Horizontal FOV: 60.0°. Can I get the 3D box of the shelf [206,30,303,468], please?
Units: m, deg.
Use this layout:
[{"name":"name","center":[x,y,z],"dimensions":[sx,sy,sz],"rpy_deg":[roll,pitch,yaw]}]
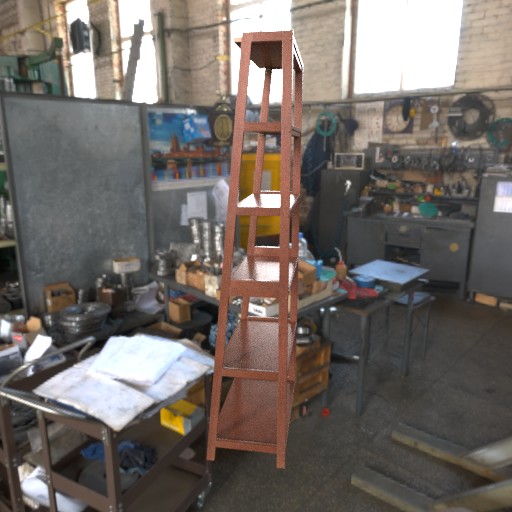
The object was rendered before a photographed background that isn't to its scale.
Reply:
[{"name":"shelf","center":[0.000,0.000,2.203],"dimensions":[0.382,1.892,0.660],"rpy_deg":[2,14,9]}]
